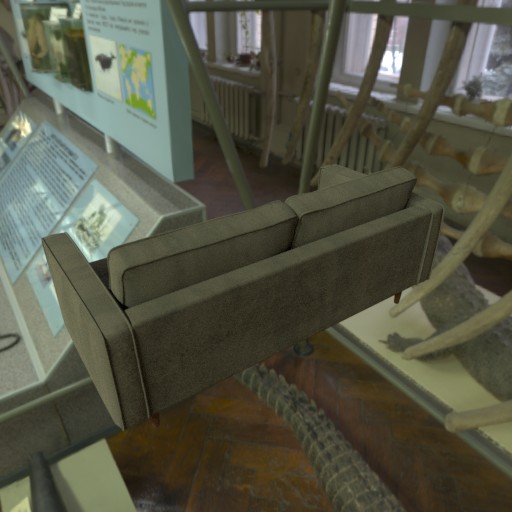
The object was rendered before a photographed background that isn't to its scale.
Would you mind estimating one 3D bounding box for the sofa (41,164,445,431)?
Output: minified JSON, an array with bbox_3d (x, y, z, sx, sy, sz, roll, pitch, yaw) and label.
[{"bbox_3d":[0.000,0.000,2.363,1.920,0.825,0.924,-19,35,-30],"label":"sofa"}]
